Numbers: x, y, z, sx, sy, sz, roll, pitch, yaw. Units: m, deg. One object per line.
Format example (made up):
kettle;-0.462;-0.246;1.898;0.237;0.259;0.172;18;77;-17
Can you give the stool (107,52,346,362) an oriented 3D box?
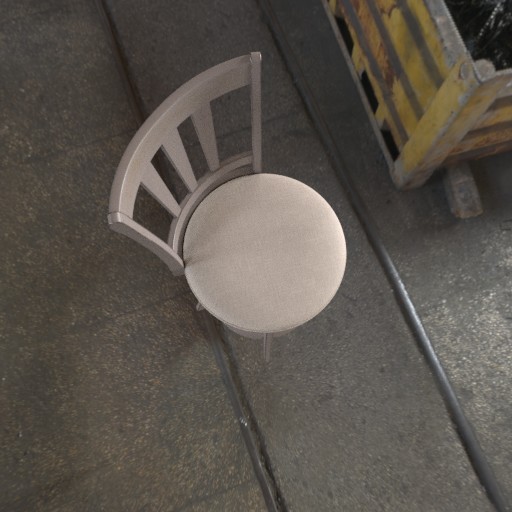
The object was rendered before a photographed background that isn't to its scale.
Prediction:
stool;0.000;0.000;1.257;0.475;1.023;0.436;35;78;9
